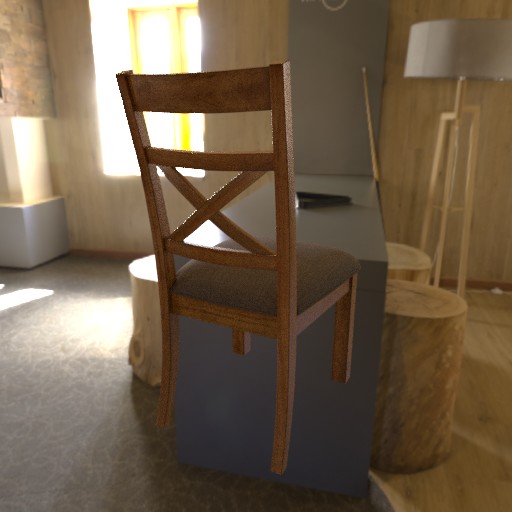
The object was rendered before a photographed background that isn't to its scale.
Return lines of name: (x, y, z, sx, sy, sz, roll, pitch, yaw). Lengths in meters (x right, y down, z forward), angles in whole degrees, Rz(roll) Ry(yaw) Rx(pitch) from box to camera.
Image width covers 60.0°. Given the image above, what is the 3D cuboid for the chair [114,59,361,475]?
chair: (0.000, 0.000, 1.251, 0.470, 0.949, 0.581, 9, 19, 27)
